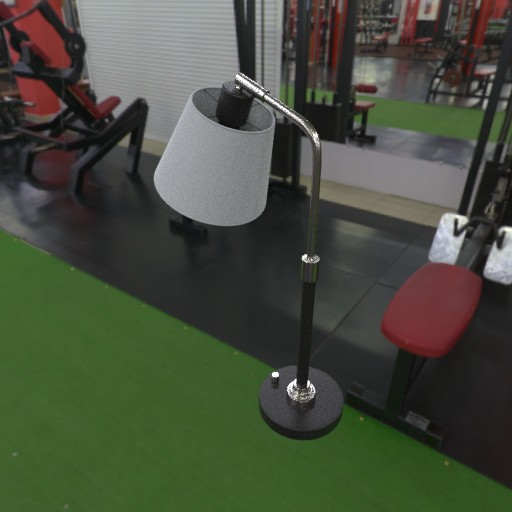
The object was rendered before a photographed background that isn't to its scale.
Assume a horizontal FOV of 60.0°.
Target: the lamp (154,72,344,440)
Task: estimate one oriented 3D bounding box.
[{"bbox_3d":[0.000,0.000,0.704,0.348,0.539,0.181,22,36,32],"label":"lamp"}]
